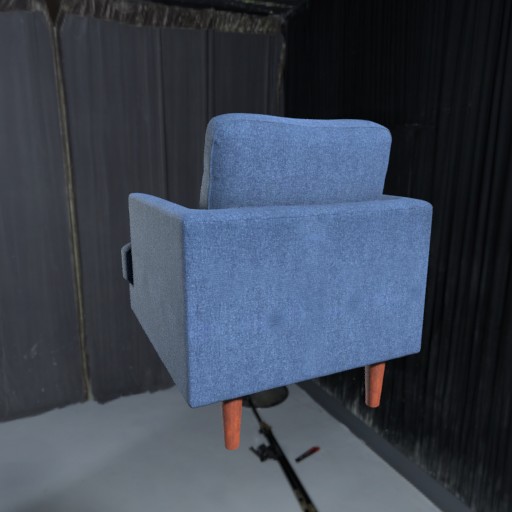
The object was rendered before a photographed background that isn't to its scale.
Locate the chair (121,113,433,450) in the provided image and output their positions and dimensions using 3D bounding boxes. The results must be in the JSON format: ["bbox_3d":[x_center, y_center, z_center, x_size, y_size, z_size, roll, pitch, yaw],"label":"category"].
[{"bbox_3d":[0.000,0.000,1.658,0.858,0.957,0.899,-6,14,-25],"label":"chair"}]
